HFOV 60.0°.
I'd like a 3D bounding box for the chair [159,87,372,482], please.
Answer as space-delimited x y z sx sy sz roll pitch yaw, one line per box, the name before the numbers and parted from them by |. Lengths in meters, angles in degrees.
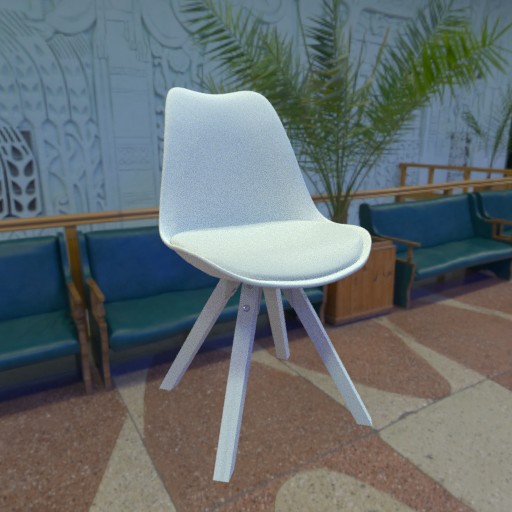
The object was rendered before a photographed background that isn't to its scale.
chair | 0.000 0.000 1.144 0.485 0.850 0.550 -8 17 -27
